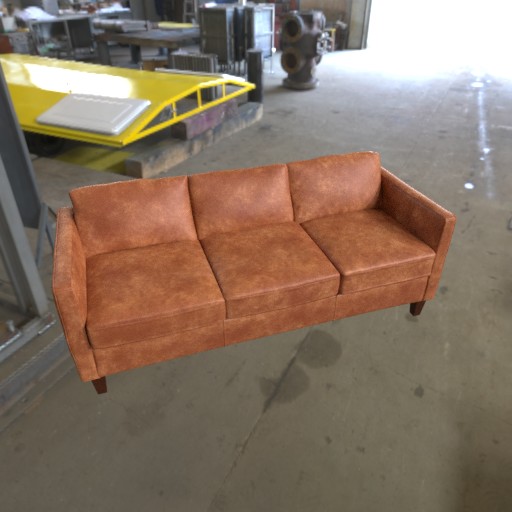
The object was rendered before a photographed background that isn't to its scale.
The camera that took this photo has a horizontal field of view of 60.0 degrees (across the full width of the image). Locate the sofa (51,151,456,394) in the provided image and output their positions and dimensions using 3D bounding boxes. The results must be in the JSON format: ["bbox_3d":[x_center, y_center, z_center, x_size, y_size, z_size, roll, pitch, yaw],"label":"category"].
[{"bbox_3d":[0.000,0.000,3.041,2.464,1.006,1.045,-10,35,-16],"label":"sofa"}]
